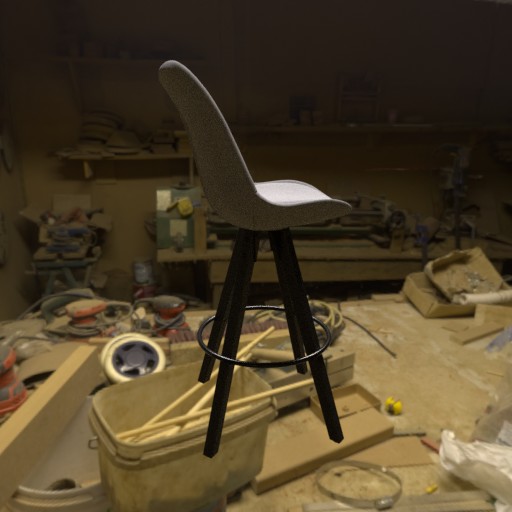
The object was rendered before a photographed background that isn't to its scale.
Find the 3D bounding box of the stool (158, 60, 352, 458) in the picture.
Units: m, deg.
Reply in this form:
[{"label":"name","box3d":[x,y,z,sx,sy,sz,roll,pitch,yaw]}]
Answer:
[{"label":"stool","box3d":[0.000,0.000,1.421,0.550,1.115,0.485,-3,16,-9]}]
